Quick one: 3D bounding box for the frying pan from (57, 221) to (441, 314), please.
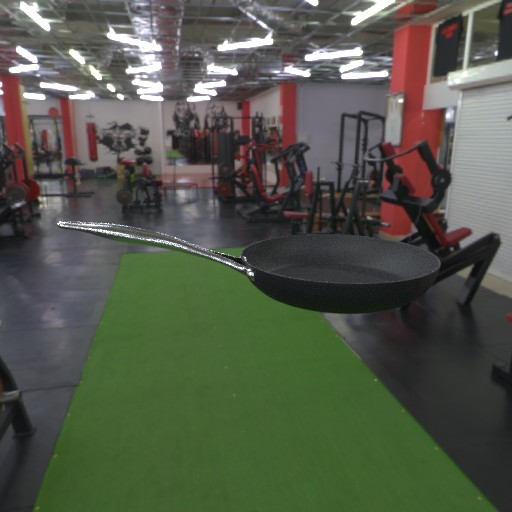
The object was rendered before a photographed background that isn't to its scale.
[{"bbox_3d":[0.000,0.000,0.571,0.472,0.105,0.255,-2,15,-9],"label":"frying pan"}]
